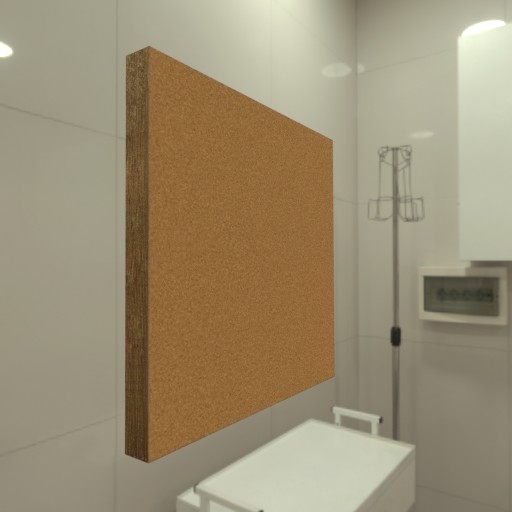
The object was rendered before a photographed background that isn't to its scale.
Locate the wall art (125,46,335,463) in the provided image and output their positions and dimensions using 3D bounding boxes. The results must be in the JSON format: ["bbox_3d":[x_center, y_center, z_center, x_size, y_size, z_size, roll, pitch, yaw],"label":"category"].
[{"bbox_3d":[0.000,0.000,0.602,0.039,0.403,0.406,-1,-1,35],"label":"wall art"}]
